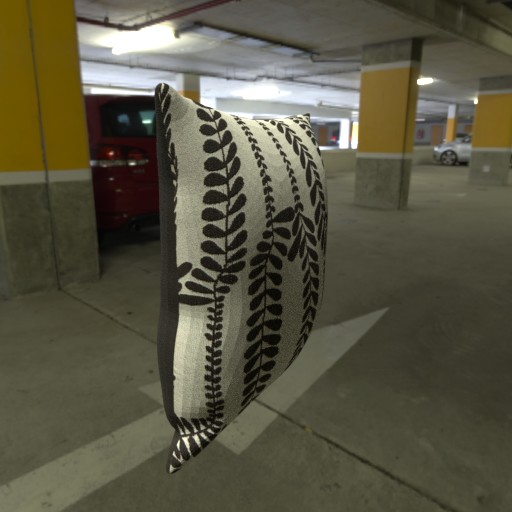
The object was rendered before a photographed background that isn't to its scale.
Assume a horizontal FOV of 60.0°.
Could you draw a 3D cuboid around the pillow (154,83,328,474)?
[{"bbox_3d":[0.000,0.000,0.658,0.182,0.441,0.440,7,16,25],"label":"pillow"}]
